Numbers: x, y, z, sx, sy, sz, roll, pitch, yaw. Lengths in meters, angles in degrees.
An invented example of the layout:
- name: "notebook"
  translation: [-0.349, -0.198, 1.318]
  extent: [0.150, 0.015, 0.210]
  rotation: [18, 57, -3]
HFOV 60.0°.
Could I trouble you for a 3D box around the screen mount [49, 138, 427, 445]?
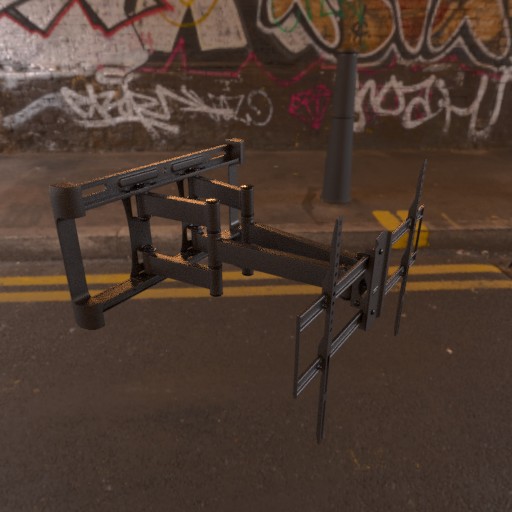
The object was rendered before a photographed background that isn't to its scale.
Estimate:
- name: "screen mount"
  translation: [0.000, 0.000, 1.121]
  extent: [0.644, 0.491, 0.661]
  rotation: [17, 30, 31]
